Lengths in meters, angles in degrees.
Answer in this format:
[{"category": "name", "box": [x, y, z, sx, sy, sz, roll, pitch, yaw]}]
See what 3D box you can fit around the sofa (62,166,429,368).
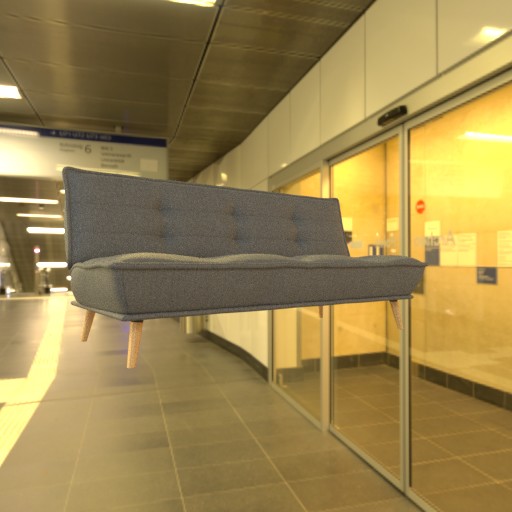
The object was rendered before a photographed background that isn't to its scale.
[{"category": "sofa", "box": [0.000, 0.000, 2.509, 1.940, 0.890, 0.950, 1, -1, -36]}]
